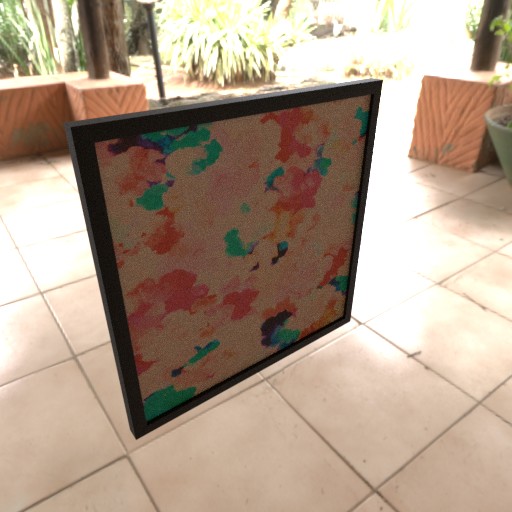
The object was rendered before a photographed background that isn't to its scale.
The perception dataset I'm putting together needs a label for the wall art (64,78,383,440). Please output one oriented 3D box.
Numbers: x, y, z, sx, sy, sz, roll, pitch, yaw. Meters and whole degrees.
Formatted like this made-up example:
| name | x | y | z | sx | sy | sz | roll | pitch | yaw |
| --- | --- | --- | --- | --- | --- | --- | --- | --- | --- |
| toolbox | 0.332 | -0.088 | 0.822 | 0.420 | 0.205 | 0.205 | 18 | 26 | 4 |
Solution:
| name | x | y | z | sx | sy | sz | roll | pitch | yaw |
| --- | --- | --- | --- | --- | --- | --- | --- | --- | --- |
| wall art | 0.000 | 0.000 | 0.443 | 0.306 | 0.304 | 0.015 | -21 | 36 | -31 |
